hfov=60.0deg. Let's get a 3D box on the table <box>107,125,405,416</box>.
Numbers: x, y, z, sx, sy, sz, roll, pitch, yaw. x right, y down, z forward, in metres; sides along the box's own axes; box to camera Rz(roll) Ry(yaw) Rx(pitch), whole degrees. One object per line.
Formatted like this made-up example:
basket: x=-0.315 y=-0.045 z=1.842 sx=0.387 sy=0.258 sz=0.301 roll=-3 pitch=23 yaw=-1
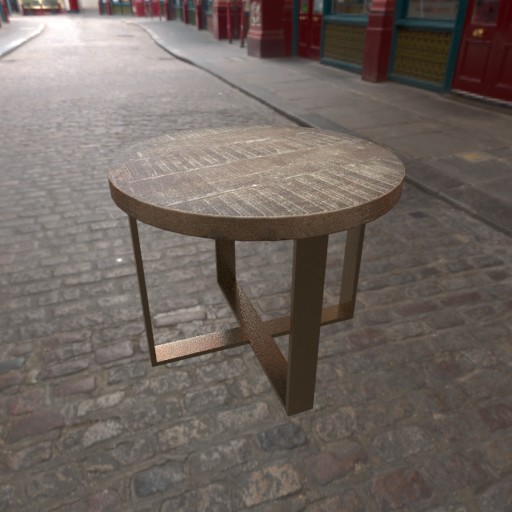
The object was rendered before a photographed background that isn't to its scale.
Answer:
table: x=0.000 y=0.000 z=0.970 sx=0.557 sy=0.437 sz=0.557 roll=0 pitch=29 yaw=0
